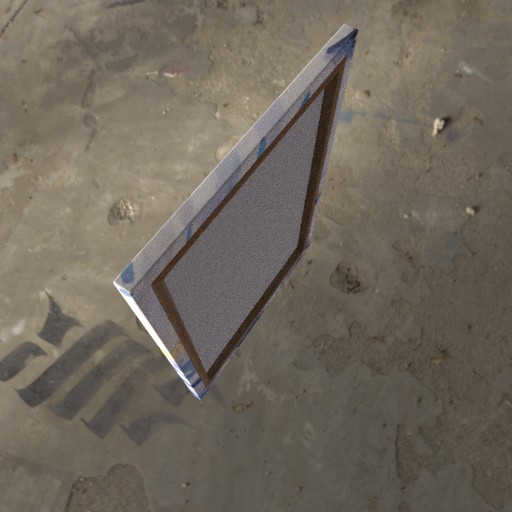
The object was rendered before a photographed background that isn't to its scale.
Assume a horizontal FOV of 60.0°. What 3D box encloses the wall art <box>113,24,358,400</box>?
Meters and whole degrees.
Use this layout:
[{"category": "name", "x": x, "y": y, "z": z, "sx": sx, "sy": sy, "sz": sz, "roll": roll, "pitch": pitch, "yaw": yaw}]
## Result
[{"category": "wall art", "x": 0.000, "y": 0.000, "z": 1.293, "sx": 0.038, "sy": 1.015, "sz": 0.761, "roll": 31, "pitch": 67, "yaw": 15}]
